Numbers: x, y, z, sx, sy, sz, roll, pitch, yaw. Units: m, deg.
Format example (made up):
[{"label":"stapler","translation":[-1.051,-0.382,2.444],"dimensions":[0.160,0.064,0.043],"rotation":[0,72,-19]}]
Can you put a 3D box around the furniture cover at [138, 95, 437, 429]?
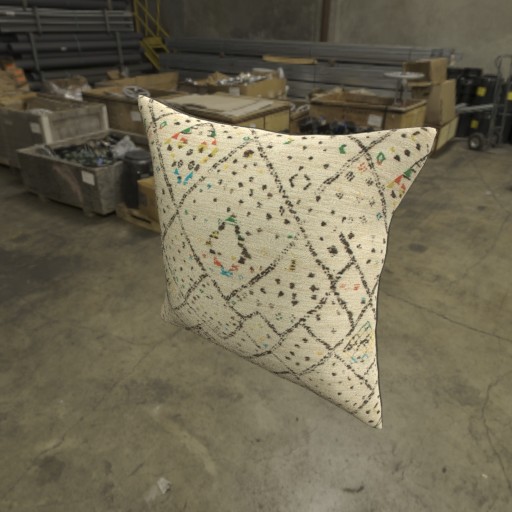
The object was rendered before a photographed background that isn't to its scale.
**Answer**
[{"label":"furniture cover","translation":[0.000,0.000,0.767],"dimensions":[0.525,0.498,0.180],"rotation":[19,33,31]}]
